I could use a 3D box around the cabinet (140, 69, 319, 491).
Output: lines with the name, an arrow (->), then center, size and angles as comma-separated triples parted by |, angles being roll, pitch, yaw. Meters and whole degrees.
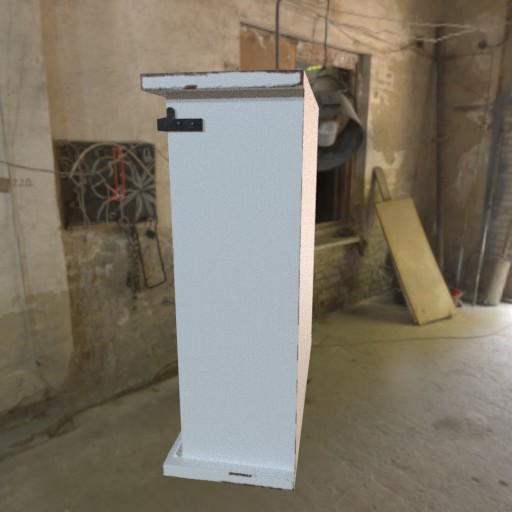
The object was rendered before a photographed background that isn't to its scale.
cabinet -> 0.000, 0.000, 0.881 | 0.210, 0.603, 0.541 | 2, 14, 9
